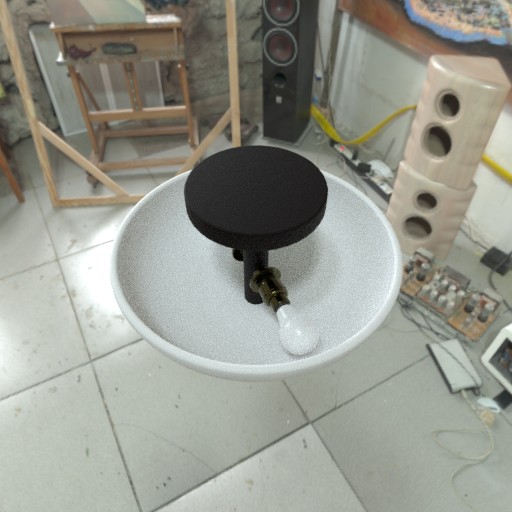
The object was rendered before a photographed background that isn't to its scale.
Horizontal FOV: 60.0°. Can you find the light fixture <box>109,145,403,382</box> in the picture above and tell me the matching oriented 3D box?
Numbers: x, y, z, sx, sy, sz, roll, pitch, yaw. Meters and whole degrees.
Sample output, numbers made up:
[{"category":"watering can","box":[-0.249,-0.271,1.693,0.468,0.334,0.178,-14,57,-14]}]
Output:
[{"category":"light fixture","box":[0.000,0.000,0.527,0.331,0.212,0.331,0,47,0]}]
